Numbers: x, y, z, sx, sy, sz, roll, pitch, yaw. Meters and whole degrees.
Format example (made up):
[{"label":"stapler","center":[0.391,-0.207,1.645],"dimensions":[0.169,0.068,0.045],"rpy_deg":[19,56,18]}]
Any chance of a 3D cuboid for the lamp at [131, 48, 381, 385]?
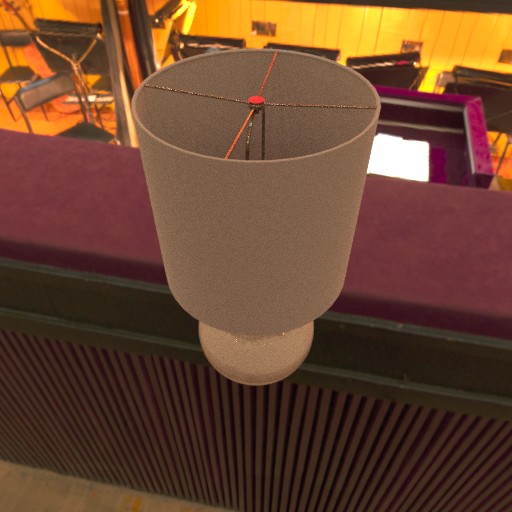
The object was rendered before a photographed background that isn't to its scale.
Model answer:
[{"label":"lamp","center":[0.000,0.000,0.534],"dimensions":[0.217,0.404,0.217],"rpy_deg":[9,46,9]}]
